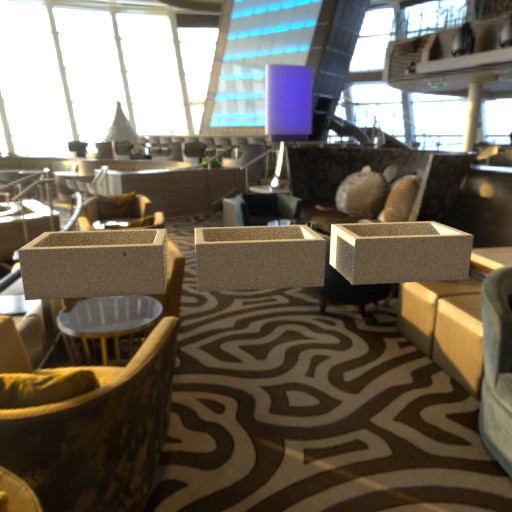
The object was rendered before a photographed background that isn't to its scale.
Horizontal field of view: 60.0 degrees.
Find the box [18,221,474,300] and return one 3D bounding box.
[{"bbox_3d":[0.000,0.000,0.490,0.461,0.051,0.082,-2,15,-8],"label":"box"}]
